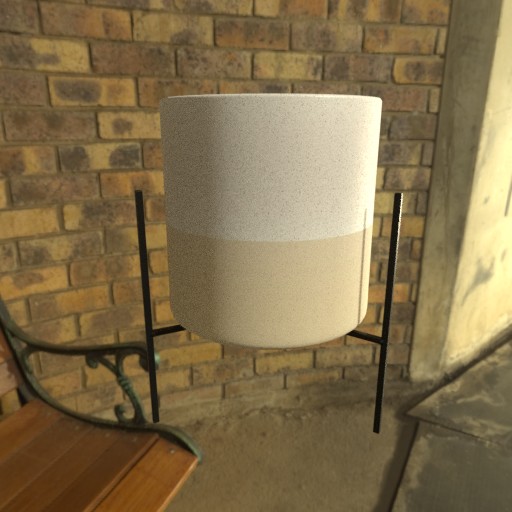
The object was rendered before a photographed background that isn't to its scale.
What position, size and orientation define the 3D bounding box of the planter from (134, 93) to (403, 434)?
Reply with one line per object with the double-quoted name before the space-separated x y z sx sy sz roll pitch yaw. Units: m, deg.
"planter" 0.000 0.000 0.544 0.263 0.362 0.267 -2 17 -8
